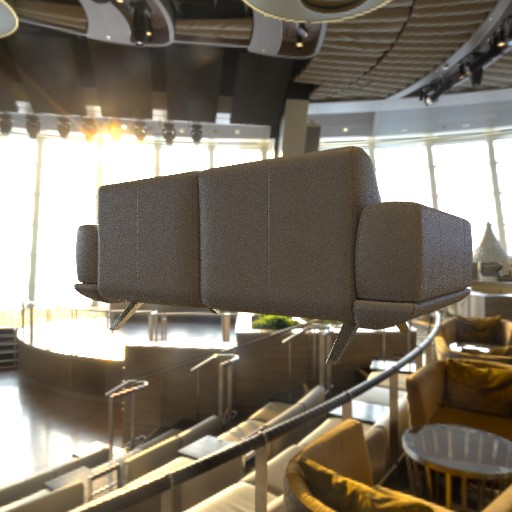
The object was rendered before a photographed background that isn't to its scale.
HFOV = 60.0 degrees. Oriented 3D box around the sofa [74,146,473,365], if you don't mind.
[{"bbox_3d":[0.000,0.000,2.282,1.901,0.772,0.900,0,0,36],"label":"sofa"}]
